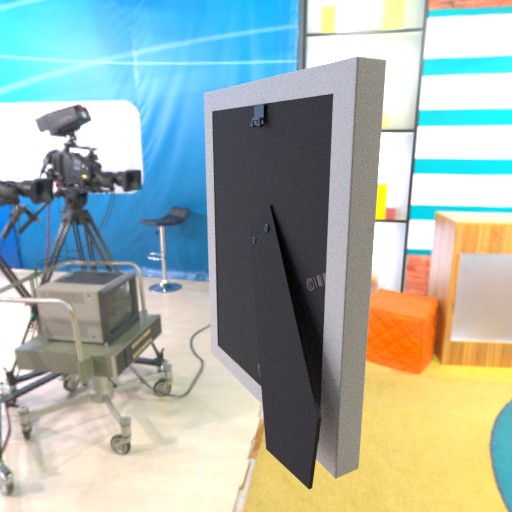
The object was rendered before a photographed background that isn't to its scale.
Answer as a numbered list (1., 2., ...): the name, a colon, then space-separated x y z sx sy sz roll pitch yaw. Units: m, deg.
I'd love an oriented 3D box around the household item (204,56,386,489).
1. household item: 0.000 0.000 0.335 0.045 0.250 0.200 -8 16 -28
